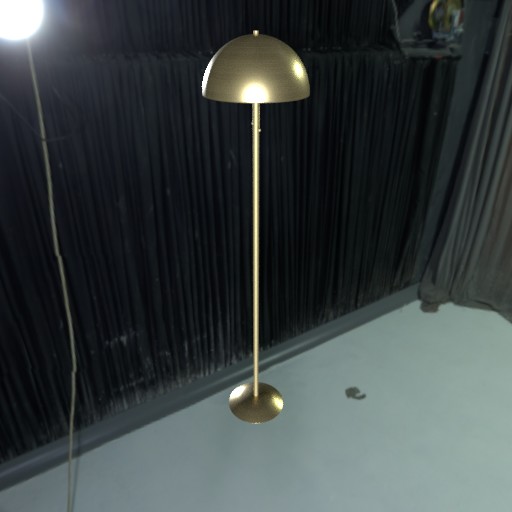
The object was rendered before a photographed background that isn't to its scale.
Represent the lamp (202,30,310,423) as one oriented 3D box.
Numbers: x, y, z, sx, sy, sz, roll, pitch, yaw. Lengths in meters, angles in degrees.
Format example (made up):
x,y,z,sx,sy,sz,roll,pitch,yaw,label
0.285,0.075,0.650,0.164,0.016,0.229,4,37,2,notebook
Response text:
x,y,z,sx,sy,sz,roll,pitch,yaw,label
0.000,0.000,1.633,0.328,1.480,0.328,-20,34,-33,lamp
